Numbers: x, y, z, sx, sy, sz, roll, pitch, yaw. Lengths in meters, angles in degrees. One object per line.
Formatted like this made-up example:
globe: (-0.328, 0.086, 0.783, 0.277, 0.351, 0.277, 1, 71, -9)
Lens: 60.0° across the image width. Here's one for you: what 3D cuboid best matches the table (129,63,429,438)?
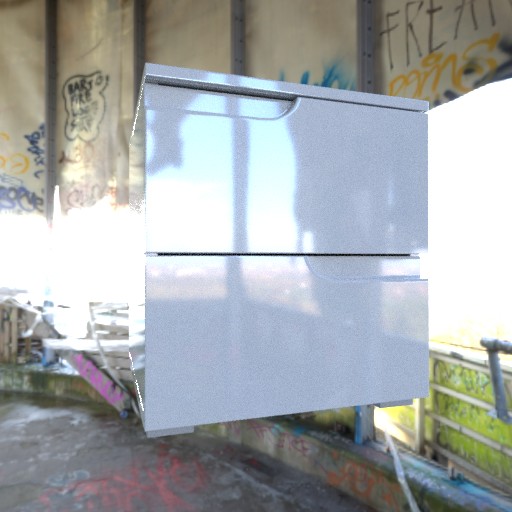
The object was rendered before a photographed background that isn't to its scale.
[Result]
table: (0.000, 0.000, 0.796, 0.420, 0.470, 0.400, 0, 0, -19)
